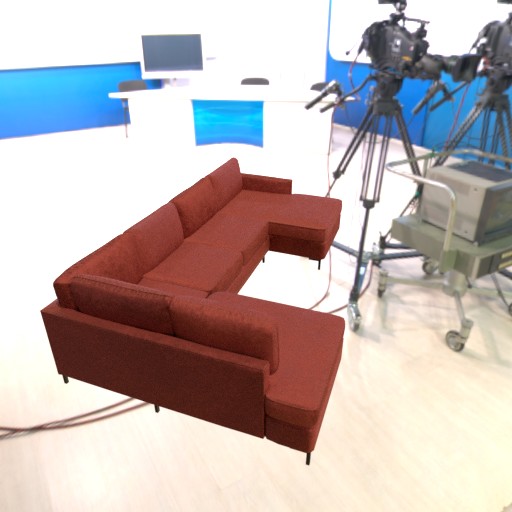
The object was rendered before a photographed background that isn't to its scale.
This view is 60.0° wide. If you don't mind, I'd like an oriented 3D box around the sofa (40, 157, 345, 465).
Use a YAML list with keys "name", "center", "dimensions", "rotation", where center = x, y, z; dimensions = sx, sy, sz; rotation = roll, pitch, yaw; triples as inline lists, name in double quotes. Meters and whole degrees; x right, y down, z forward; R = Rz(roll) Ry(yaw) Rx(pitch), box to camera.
- name: "sofa"
  center: [0.000, 0.000, 4.347]
  dimensions: [2.055, 0.992, 3.434]
  rotation: [10, 31, 18]
